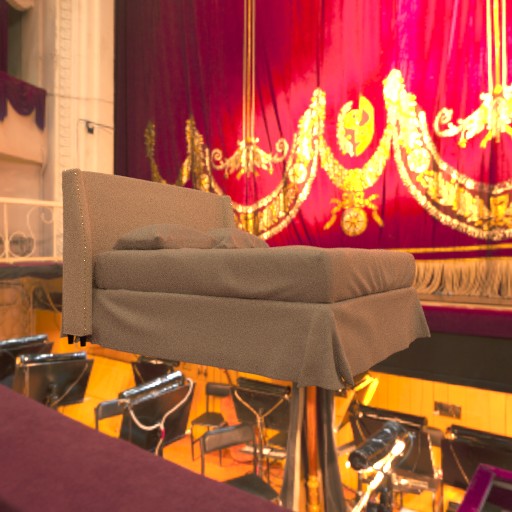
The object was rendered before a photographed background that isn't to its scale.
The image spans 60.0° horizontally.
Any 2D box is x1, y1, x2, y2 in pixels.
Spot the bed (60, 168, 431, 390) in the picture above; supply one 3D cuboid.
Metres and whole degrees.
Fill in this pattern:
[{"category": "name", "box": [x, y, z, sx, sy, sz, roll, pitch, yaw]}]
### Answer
[{"category": "bed", "box": [0.000, 0.000, 3.472, 2.276, 1.332, 1.925, 0, 0, 35]}]
